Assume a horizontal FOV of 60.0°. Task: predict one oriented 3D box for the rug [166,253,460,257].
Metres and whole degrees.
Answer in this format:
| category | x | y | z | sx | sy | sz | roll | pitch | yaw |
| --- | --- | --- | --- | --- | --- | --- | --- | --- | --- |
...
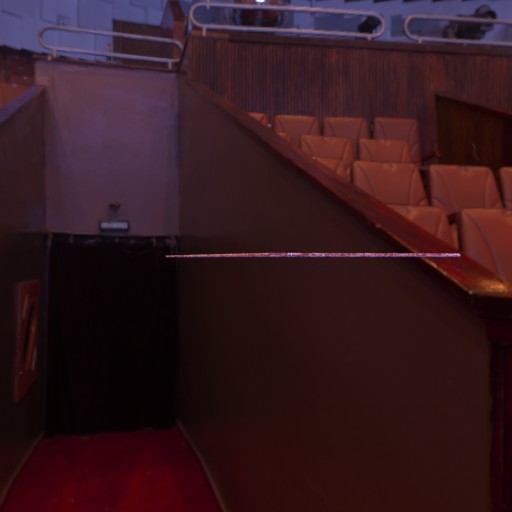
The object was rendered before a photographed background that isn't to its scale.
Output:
| category | x | y | z | sx | sy | sz | roll | pitch | yaw |
| --- | --- | --- | --- | --- | --- | --- | --- | --- | --- |
| rug | 0.000 | 0.000 | 2.653 | 0.750 | 0.011 | 2.435 | 0 | 0 | -19 |
